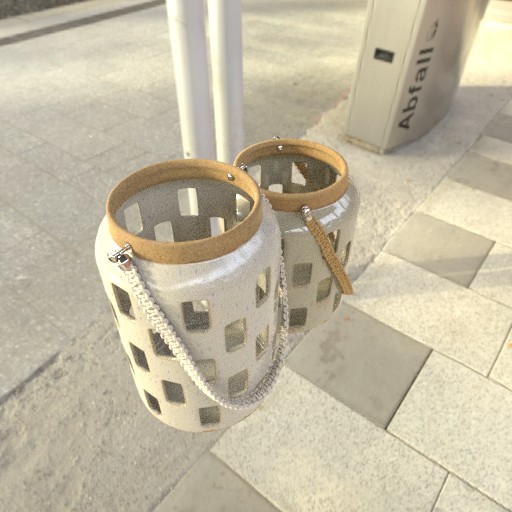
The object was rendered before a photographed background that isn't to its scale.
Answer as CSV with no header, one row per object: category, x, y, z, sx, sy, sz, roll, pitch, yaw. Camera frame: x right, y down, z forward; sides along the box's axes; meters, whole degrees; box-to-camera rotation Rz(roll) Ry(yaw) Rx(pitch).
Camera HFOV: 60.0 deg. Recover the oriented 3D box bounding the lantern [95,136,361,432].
lantern,0.000,0.000,0.505,0.184,0.255,0.347,26,48,26
